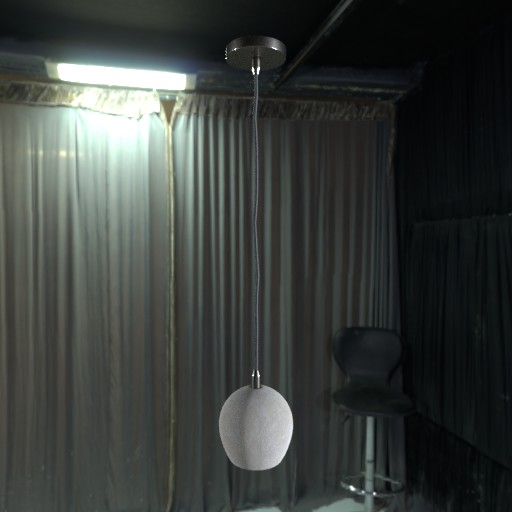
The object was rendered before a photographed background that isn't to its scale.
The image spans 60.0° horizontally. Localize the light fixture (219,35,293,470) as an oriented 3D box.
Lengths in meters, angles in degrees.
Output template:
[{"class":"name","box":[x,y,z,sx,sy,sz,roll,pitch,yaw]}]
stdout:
[{"class":"light fixture","box":[0.000,0.000,0.830,0.139,0.764,0.139,-1,2,-19]}]
